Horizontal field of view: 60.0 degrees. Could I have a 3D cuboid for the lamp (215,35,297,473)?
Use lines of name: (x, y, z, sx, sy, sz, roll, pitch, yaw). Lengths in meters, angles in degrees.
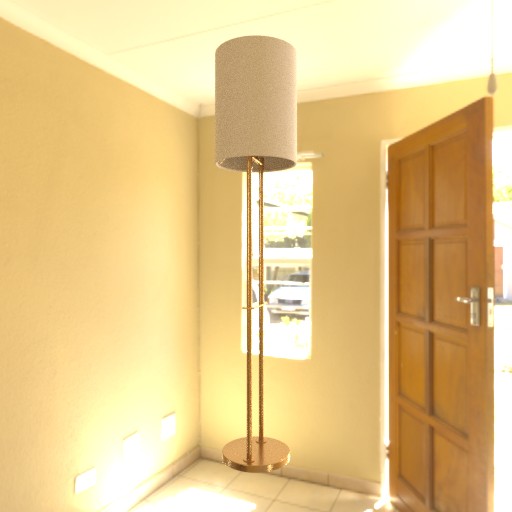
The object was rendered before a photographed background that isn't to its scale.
lamp: (0.000, 0.000, 1.657, 0.305, 1.500, 0.306, 0, 0, 15)
